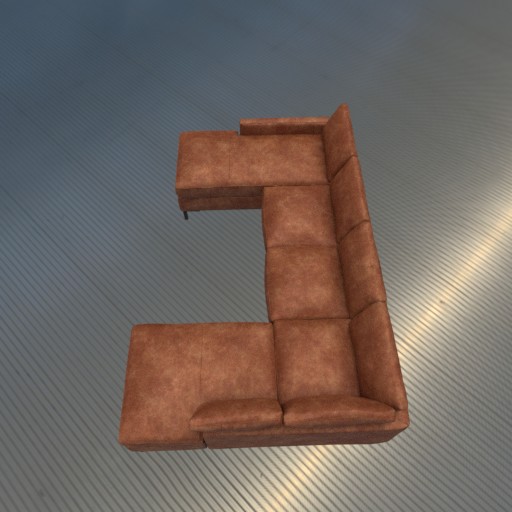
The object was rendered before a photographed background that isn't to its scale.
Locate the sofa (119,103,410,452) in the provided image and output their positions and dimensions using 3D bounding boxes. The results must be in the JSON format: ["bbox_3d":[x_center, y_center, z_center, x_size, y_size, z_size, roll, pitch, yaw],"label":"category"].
[{"bbox_3d":[0.000,0.000,3.767,1.939,0.900,2.956,-1,59,-1],"label":"sofa"}]
